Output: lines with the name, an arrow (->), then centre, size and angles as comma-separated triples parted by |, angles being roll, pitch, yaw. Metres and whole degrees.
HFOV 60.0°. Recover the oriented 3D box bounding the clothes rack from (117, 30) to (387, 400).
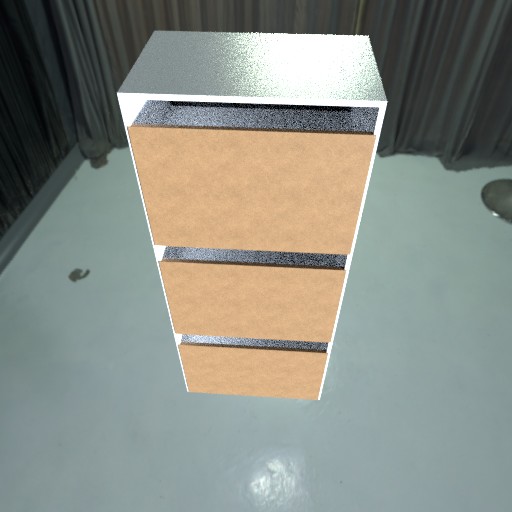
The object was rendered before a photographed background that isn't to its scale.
clothes rack -> 0.000, 0.000, 1.359 | 0.500, 1.187, 0.330 | 3, 46, 3
